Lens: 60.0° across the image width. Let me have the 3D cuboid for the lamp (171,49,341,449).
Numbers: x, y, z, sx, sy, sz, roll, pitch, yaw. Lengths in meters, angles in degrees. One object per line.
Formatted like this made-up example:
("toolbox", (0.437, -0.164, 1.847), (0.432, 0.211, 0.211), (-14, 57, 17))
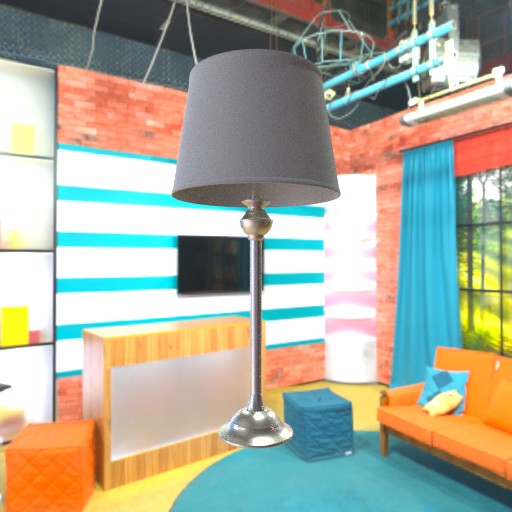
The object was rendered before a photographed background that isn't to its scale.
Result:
("lamp", (0.000, 0.000, 0.877), (0.331, 0.698, 0.331), (0, -1, 0))
